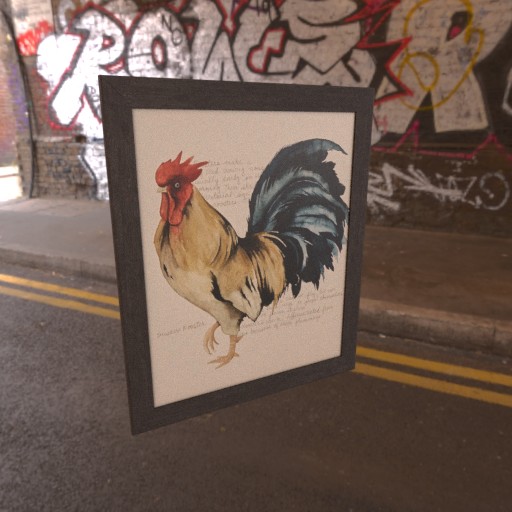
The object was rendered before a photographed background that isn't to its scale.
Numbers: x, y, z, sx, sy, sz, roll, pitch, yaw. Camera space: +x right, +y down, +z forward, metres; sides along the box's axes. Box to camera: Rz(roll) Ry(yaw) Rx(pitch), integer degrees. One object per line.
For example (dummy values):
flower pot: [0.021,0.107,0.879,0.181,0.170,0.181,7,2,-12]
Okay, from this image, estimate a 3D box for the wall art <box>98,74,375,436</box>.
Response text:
wall art: [0.000,0.000,0.779,0.476,0.570,0.013,-8,18,-26]
